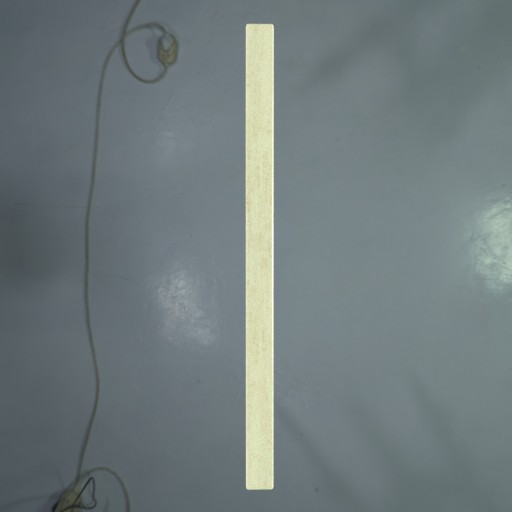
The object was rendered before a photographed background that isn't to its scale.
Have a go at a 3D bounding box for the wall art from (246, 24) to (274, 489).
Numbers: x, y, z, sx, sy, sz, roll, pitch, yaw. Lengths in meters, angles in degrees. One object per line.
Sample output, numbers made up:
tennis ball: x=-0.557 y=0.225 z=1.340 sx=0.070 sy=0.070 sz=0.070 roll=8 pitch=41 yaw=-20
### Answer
wall art: x=0.000 y=0.000 z=0.698 sx=0.032 sy=0.381 sz=0.533 roll=0 pitch=91 yaw=-1
